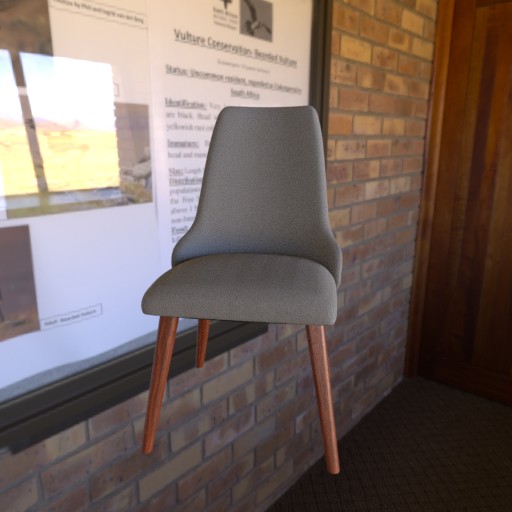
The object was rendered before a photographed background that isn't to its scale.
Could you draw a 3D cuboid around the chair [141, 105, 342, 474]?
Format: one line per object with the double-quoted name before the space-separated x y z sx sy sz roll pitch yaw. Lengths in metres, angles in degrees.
"chair" 0.000 0.000 1.356 0.535 0.918 0.707 2 15 9
